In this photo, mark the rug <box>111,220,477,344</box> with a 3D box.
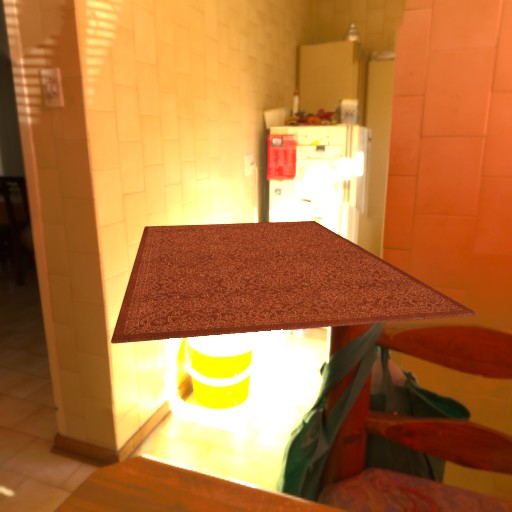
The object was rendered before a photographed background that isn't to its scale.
[{"bbox_3d":[0.000,0.000,2.290,1.219,0.010,1.829,-3,15,-10],"label":"rug"}]
